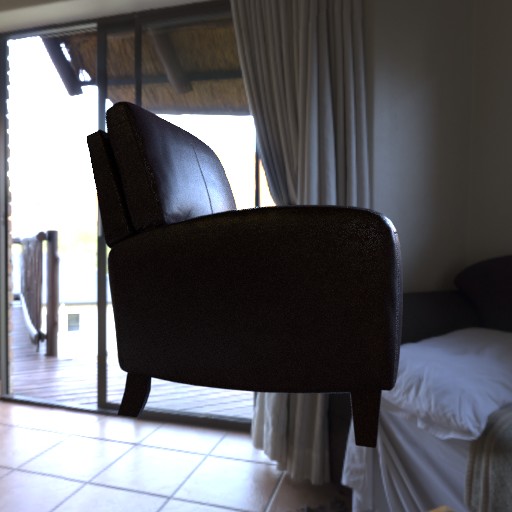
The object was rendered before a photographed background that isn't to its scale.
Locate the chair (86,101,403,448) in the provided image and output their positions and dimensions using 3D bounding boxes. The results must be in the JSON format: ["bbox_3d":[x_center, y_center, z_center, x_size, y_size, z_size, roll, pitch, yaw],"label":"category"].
[{"bbox_3d":[0.000,0.000,1.580,0.990,0.990,0.762,0,0,18],"label":"chair"}]
